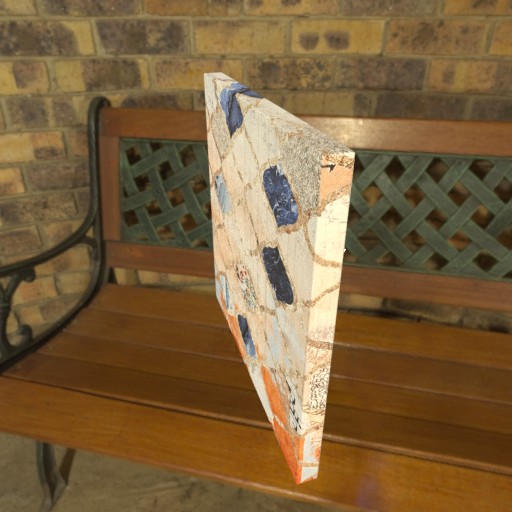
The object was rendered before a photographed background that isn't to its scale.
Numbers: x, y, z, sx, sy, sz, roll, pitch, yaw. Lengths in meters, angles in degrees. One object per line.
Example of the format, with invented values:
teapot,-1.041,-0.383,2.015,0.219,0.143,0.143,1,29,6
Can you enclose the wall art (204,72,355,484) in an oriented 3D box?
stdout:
wall art,0.000,0.000,0.746,0.038,0.508,0.507,-9,32,-16
